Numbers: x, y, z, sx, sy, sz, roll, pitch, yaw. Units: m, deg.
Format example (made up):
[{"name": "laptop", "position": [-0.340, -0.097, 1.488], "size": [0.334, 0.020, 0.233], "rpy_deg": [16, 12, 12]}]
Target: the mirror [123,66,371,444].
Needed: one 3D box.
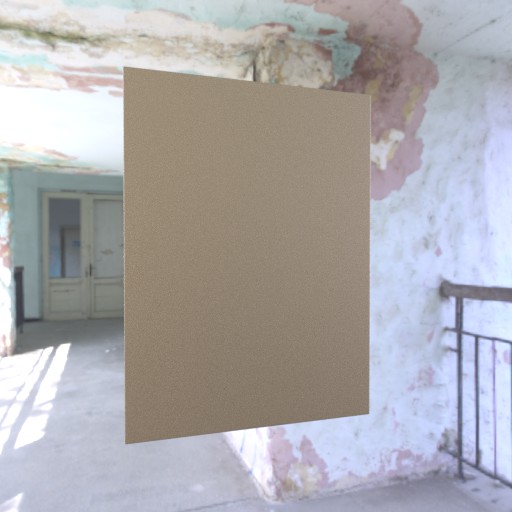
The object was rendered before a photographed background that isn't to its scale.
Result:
[{"name": "mirror", "position": [0.000, 0.000, 1.324], "size": [0.756, 1.023, 0.032], "rpy_deg": [0, 1, -17]}]
